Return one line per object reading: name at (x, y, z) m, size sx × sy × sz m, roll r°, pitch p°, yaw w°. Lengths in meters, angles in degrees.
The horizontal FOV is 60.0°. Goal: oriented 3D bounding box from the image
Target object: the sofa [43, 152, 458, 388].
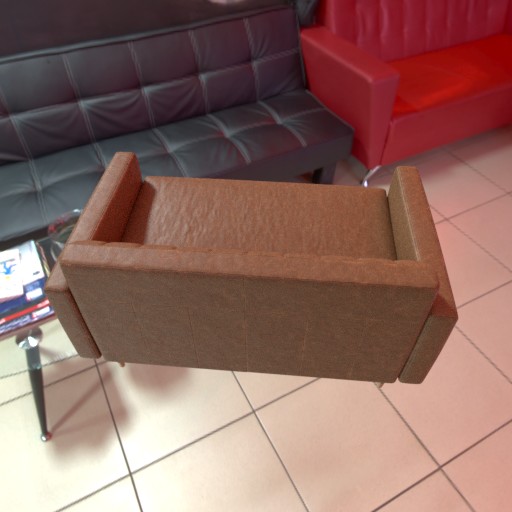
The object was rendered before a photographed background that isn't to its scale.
sofa at (0.000, 0.000, 2.097) m, size 1.549 × 0.820 × 0.960 m, roll 4°, pitch 47°, yaw 3°
